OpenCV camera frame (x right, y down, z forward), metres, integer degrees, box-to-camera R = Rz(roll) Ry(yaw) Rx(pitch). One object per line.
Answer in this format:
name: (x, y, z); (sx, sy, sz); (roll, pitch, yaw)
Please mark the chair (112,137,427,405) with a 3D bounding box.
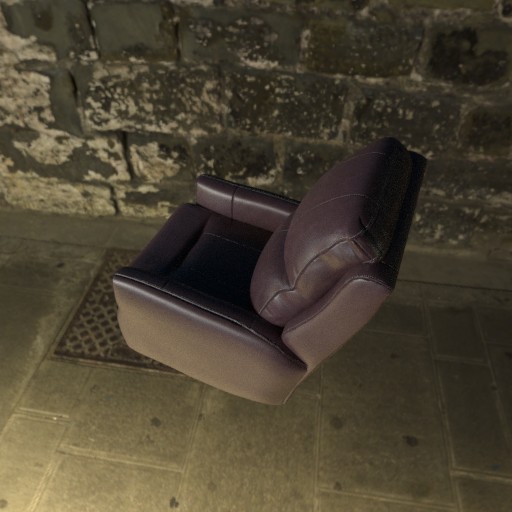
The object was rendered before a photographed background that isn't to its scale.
chair: (0.000, 0.000, 1.825); (1.080, 1.030, 0.829); (17, 48, 16)
